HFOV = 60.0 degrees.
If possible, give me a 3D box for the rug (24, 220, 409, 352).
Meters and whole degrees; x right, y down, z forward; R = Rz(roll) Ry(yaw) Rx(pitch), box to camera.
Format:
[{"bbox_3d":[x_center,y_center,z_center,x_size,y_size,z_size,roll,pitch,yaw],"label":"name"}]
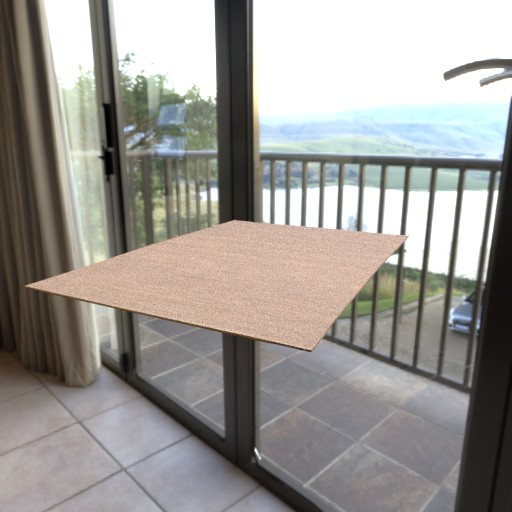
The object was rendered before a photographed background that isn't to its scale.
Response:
[{"bbox_3d":[0.000,0.000,2.965,1.624,0.030,2.264,7,17,26],"label":"rug"}]
